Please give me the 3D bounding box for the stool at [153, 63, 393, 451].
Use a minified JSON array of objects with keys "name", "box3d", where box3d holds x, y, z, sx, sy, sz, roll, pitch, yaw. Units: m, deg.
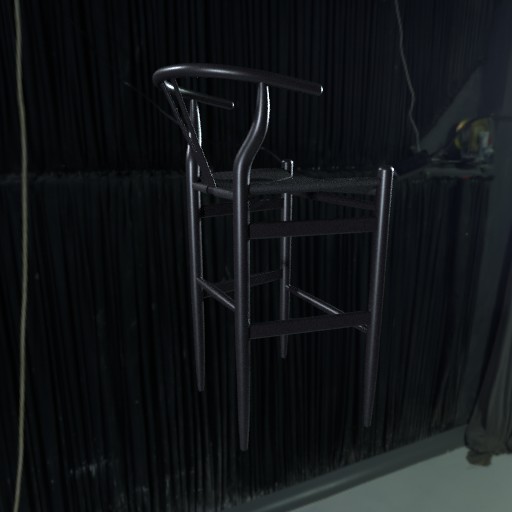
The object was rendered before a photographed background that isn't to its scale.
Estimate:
[{"name":"stool","box3d":[0.000,0.000,1.407,0.579,1.072,0.569,-7,16,-26]}]
